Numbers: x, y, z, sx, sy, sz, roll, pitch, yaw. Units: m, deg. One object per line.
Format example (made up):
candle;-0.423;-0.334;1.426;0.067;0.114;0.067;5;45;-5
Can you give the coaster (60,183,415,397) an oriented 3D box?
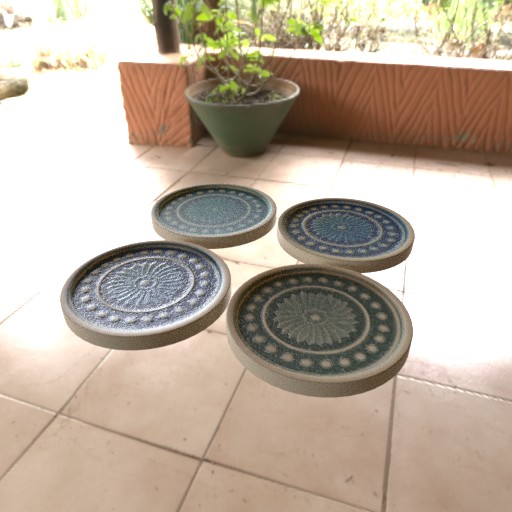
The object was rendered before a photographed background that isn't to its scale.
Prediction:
coaster;0.000;0.000;0.324;0.220;0.010;0.224;9;33;15
